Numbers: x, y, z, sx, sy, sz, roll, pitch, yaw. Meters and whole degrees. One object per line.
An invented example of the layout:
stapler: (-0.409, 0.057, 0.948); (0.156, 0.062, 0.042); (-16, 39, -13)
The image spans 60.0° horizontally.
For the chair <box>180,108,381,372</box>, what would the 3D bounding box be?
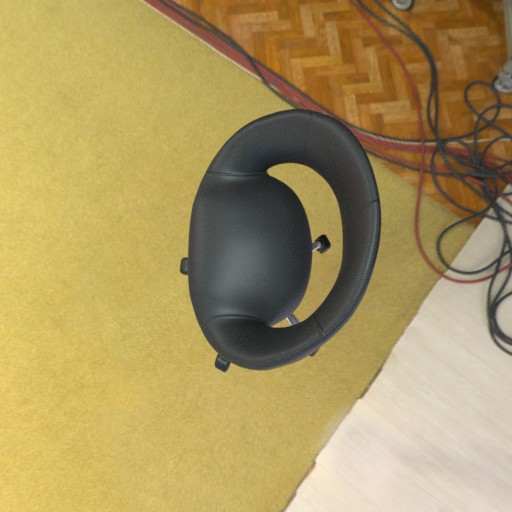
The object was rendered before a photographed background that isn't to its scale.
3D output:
chair: (0.000, 0.000, 1.193); (0.538, 0.791, 0.612); (0, 76, 0)
